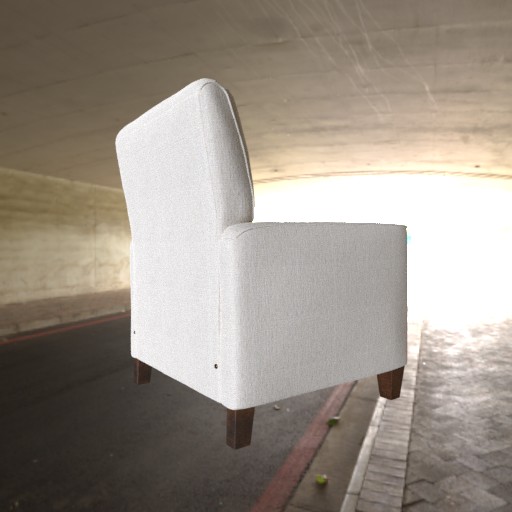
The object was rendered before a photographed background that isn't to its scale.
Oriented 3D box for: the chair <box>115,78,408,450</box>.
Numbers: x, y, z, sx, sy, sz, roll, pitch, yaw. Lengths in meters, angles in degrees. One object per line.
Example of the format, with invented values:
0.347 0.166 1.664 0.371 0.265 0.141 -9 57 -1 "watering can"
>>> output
0.000 0.000 1.681 0.858 1.028 0.841 -1 1 -36 "chair"
